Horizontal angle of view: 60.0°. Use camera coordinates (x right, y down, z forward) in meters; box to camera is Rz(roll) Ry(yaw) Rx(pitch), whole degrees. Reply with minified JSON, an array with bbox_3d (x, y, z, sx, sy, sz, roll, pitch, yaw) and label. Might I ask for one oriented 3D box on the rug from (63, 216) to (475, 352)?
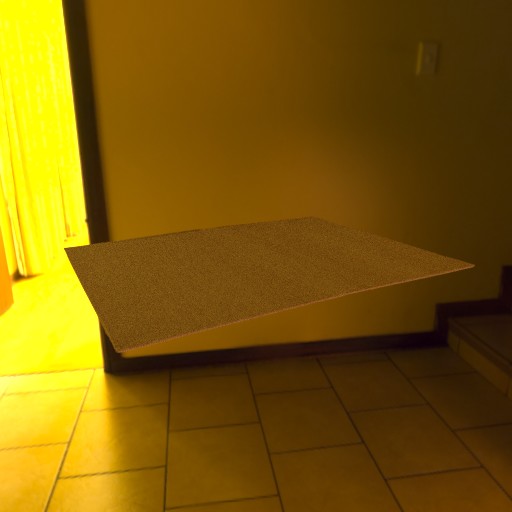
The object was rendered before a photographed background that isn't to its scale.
[{"bbox_3d":[0.000,0.000,4.292,3.202,0.045,2.434,-9,20,-28],"label":"rug"}]
